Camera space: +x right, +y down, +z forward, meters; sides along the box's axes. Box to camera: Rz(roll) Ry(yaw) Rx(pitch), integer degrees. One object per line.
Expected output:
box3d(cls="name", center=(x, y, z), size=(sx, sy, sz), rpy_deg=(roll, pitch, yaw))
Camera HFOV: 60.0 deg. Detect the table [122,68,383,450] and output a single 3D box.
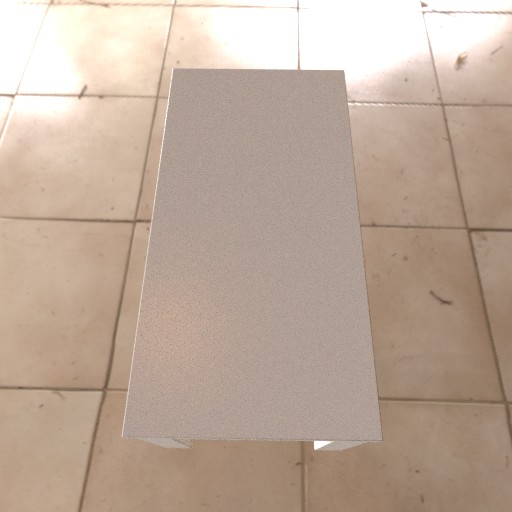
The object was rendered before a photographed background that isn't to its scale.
box3d(cls="table", center=(0.000, 0.000, 2.277), size=(0.900, 0.790, 1.800), rpy_deg=(1, 64, 0))
